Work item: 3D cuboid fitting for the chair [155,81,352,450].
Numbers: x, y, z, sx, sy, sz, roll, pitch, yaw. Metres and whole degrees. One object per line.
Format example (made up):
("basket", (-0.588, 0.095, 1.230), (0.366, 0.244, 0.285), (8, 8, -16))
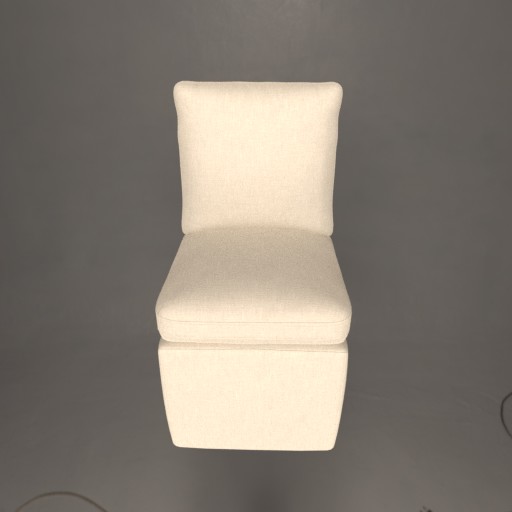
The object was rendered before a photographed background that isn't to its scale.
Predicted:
("chair", (0.000, 0.000, 1.337), (0.503, 0.927, 0.698), (1, 30, 1))
